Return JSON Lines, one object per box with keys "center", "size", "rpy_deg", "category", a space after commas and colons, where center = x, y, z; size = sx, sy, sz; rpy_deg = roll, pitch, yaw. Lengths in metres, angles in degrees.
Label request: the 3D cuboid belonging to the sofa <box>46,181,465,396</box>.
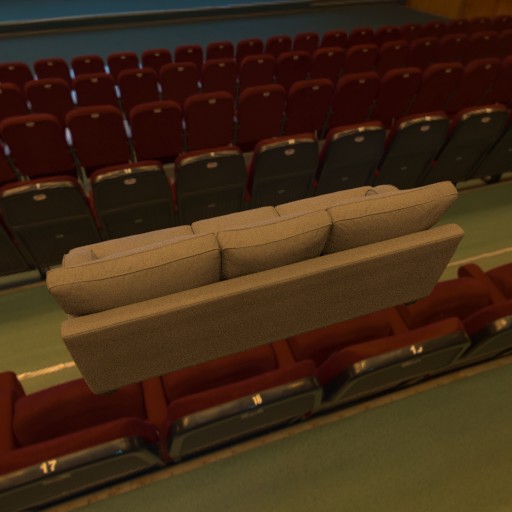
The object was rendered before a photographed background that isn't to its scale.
{"center": [0.000, 0.000, 2.872], "size": [2.323, 0.991, 1.016], "rpy_deg": [-14, 44, -14], "category": "sofa"}
